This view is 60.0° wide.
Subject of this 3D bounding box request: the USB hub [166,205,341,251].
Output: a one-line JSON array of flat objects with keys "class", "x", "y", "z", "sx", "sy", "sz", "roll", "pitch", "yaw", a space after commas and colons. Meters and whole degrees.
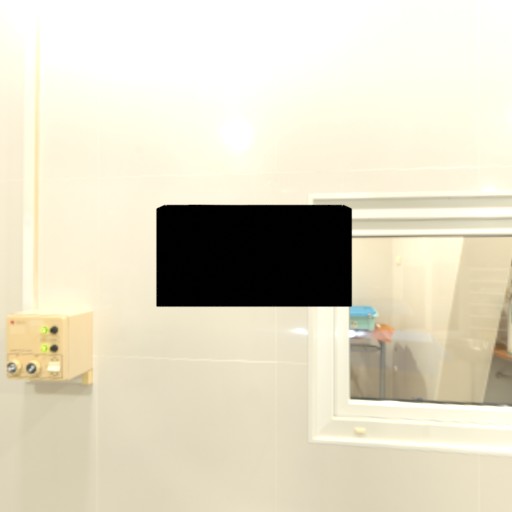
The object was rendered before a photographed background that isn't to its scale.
[{"class": "USB hub", "x": 0.000, "y": 0.000, "z": 0.126, "sx": 0.044, "sy": 0.023, "sz": 0.110, "roll": 0, "pitch": 0, "yaw": 1}]
